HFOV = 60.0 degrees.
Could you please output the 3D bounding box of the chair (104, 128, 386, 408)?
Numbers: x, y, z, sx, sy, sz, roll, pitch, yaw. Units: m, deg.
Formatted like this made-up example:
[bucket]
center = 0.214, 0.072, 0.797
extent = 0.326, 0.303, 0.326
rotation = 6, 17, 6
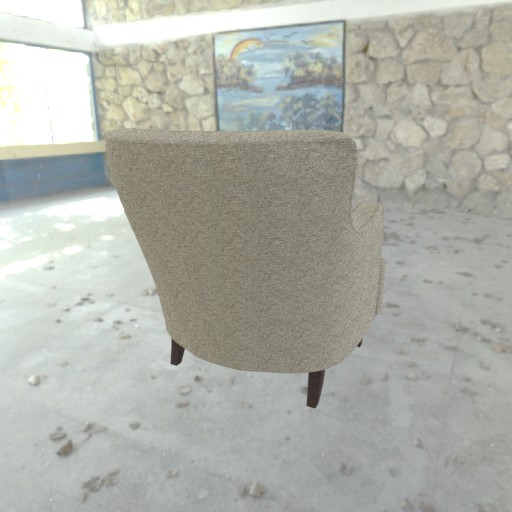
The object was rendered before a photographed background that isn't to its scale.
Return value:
[chair]
center = 0.000, 0.000, 1.667
extent = 0.820, 0.920, 0.910
rotation = 9, 19, 27
